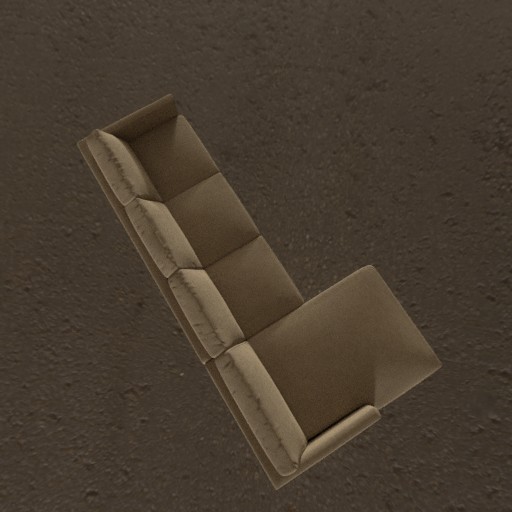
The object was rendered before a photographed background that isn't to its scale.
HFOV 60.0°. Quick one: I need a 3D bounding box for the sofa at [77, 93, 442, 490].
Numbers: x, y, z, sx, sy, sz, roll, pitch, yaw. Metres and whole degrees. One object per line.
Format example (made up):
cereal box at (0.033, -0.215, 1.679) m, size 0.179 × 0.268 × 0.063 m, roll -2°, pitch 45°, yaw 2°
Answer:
sofa at (0.000, 0.000, 3.798) m, size 1.638 × 0.920 × 3.198 m, roll -31°, pitch 78°, yaw -8°
